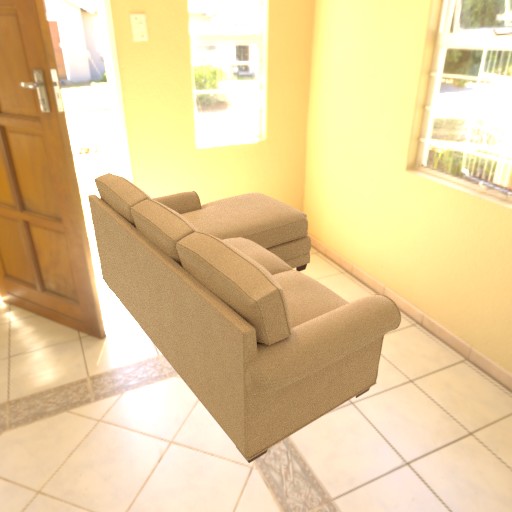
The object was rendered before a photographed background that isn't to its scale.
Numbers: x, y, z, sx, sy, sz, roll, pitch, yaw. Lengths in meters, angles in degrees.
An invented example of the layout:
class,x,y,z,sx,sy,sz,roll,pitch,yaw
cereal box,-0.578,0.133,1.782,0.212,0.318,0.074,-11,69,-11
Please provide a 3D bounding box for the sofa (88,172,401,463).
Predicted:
class,x,y,z,sx,sy,sz,roll,pitch,yaw
sofa,0.000,0.000,2.368,1.226,0.734,1.770,-18,32,-31
